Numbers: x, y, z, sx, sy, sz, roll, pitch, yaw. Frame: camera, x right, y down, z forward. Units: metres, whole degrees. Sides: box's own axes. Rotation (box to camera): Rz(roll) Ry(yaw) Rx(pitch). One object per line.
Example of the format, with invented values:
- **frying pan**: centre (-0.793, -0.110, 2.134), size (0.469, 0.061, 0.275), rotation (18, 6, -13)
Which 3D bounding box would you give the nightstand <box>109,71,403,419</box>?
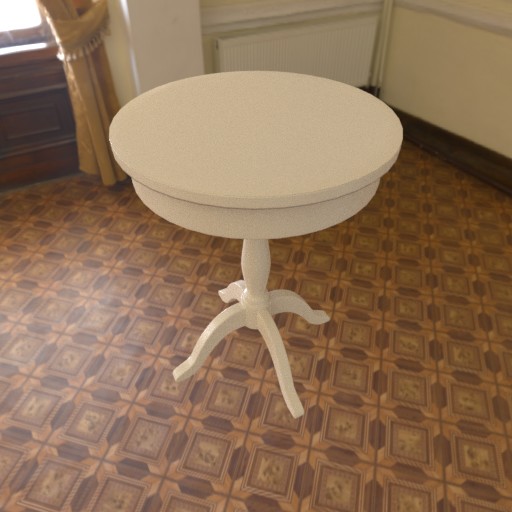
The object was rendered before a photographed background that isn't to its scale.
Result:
- **nightstand**: centre (0.000, 0.000, 1.008), size (0.513, 0.653, 0.513), rotation (-12, 42, -13)
